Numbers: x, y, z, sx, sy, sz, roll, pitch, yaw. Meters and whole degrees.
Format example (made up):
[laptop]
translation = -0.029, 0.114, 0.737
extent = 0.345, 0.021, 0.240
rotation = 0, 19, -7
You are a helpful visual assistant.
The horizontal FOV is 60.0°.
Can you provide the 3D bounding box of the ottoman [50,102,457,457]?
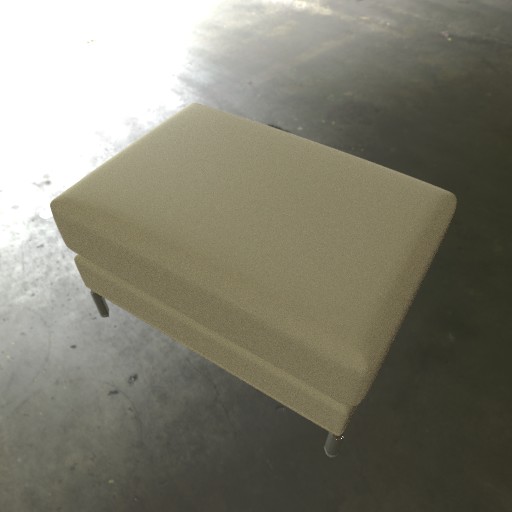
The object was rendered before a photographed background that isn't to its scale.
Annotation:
[ottoman]
translation = 0.000, 0.000, 1.215
extent = 0.835, 0.497, 0.581
rotation = 25, 52, 21
